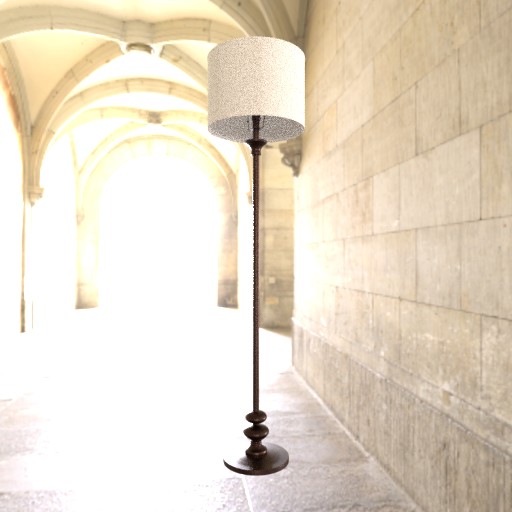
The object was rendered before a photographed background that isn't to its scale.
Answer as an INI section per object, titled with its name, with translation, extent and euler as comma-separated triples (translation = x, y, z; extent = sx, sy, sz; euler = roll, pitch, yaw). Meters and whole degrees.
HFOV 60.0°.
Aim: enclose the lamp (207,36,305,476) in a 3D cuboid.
[lamp]
translation = 0.000, 0.000, 1.623
extent = 0.356, 1.487, 0.356
euler = 0, 0, 36
